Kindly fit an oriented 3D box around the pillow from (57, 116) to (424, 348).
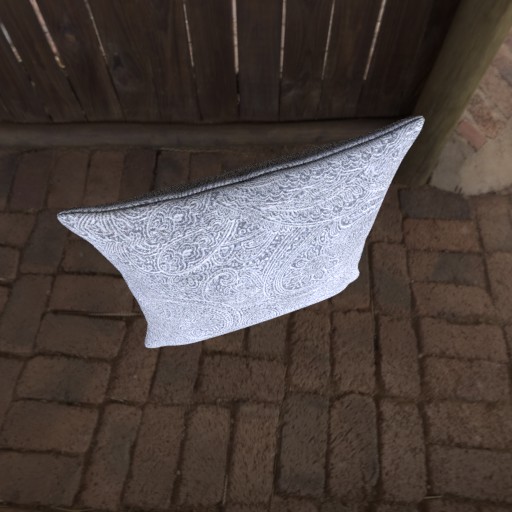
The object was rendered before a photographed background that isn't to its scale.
[{"bbox_3d":[0.000,0.000,0.808,0.523,0.510,0.166,-17,61,-10],"label":"pillow"}]
